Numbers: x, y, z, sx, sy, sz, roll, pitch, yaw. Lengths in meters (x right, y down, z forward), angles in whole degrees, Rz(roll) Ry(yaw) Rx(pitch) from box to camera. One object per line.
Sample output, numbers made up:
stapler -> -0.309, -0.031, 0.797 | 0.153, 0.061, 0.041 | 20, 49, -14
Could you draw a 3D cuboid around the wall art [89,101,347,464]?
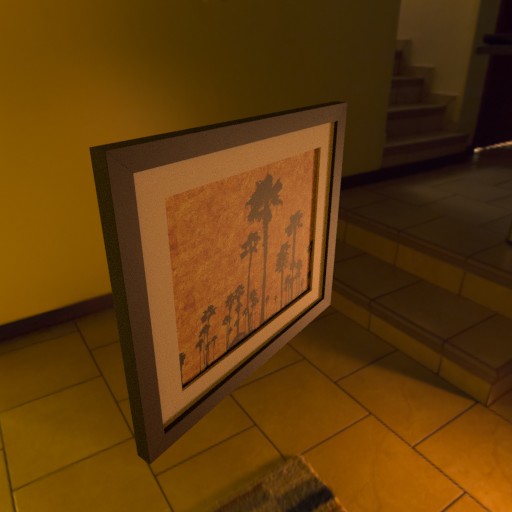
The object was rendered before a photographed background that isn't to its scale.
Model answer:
wall art -> 0.000, 0.000, 0.765 | 0.028, 0.460, 0.561 | 18, 30, 33
